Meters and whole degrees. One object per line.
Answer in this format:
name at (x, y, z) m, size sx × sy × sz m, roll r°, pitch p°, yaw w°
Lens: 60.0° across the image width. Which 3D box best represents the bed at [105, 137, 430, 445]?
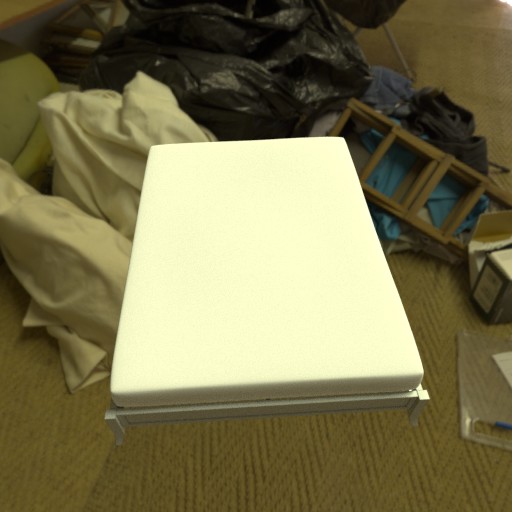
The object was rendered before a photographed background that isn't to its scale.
bed at (0.000, 0.000, 2.863) m, size 1.604 × 0.510 × 2.108 m, roll -3°, pitch 48°, yaw -2°
